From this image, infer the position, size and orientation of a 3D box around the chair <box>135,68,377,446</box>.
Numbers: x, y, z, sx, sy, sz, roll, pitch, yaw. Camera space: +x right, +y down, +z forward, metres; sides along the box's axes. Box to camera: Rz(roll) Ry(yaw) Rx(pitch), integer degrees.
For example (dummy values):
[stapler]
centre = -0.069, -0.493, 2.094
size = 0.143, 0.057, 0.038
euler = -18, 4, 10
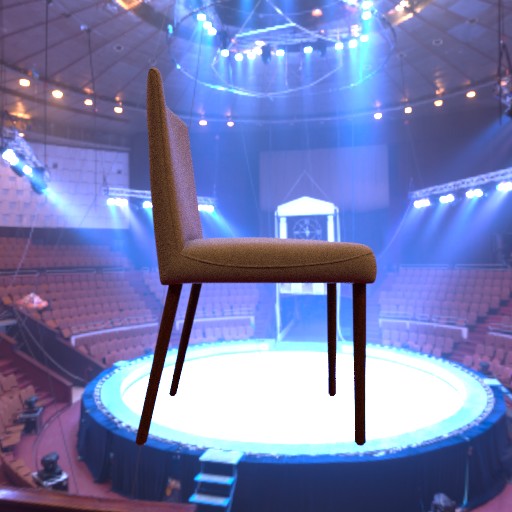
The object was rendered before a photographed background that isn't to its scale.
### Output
[chair]
centre = 0.000, 0.000, 1.197
size = 0.570, 0.859, 0.456
euler = 0, -1, 0
